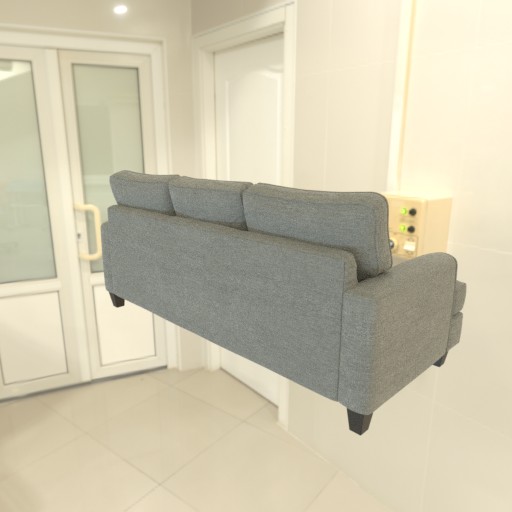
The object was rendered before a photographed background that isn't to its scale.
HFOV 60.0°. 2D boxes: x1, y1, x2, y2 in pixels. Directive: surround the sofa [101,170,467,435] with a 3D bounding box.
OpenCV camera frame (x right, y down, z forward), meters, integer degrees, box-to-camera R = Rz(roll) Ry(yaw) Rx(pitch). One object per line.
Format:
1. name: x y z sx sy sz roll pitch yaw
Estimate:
1. sofa: 0.000 0.000 2.660 2.158 0.965 0.951 14 20 43
